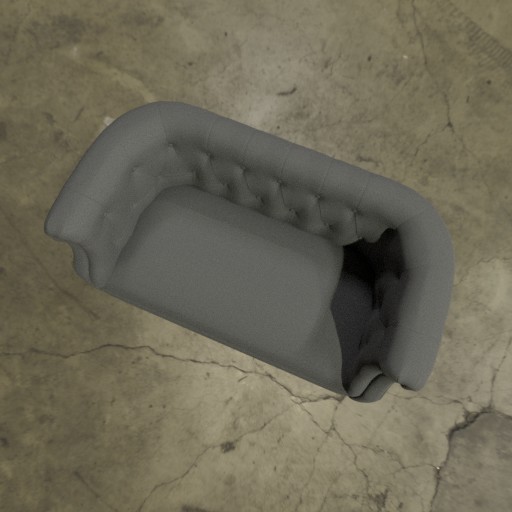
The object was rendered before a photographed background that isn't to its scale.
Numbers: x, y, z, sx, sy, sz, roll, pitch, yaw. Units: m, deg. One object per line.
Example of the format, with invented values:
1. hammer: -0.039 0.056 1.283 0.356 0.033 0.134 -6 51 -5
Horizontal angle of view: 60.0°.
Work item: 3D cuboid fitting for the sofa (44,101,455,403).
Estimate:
1. sofa: 0.000 0.000 2.032 1.558 0.827 0.835 22 76 6
